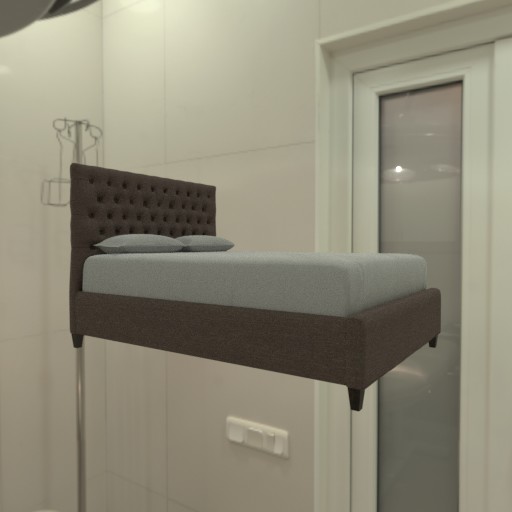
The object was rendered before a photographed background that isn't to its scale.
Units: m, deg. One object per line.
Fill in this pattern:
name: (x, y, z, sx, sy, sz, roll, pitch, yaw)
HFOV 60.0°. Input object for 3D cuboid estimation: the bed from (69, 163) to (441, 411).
bed: (0.000, 0.000, 3.447, 2.387, 1.427, 1.698, 1, 2, 34)
